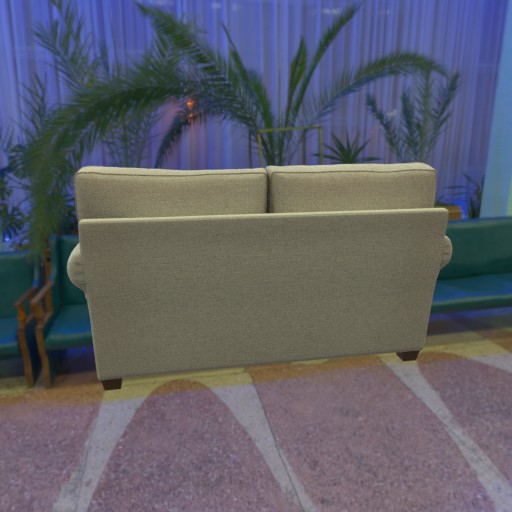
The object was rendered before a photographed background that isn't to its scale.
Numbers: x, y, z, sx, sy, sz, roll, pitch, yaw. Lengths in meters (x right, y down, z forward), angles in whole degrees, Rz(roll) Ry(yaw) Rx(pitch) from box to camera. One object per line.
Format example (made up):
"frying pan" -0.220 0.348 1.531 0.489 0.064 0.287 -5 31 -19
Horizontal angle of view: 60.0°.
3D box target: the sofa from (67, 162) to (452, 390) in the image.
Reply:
"sofa" 0.000 0.000 2.307 1.701 0.966 0.966 -3 15 -10
